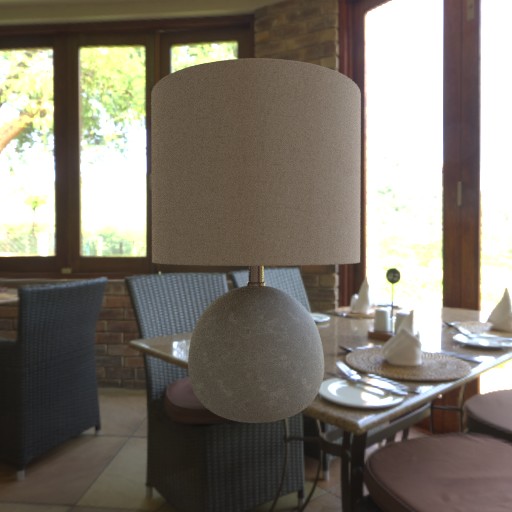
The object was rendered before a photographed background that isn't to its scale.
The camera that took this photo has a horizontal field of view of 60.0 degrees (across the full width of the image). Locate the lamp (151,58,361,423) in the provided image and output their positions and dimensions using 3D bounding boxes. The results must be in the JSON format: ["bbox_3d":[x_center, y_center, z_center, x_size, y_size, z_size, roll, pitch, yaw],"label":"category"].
[{"bbox_3d":[0.000,0.000,0.589,0.269,0.409,0.269,-1,1,-37],"label":"lamp"}]
